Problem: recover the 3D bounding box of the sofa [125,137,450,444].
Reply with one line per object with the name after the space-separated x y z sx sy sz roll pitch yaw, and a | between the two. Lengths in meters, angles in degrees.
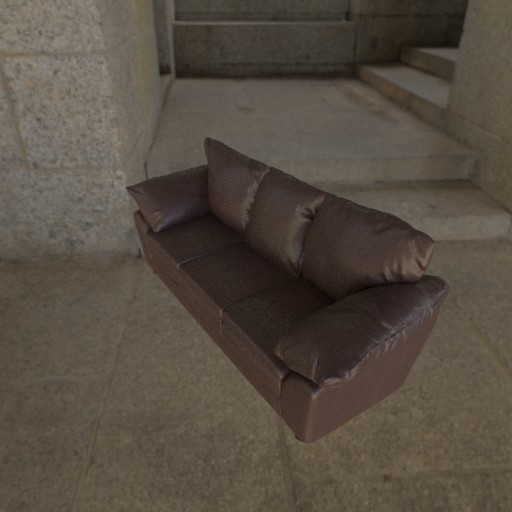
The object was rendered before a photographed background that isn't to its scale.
0.000 0.000 2.916 0.907 1.091 2.390 -19 36 -28 | sofa
